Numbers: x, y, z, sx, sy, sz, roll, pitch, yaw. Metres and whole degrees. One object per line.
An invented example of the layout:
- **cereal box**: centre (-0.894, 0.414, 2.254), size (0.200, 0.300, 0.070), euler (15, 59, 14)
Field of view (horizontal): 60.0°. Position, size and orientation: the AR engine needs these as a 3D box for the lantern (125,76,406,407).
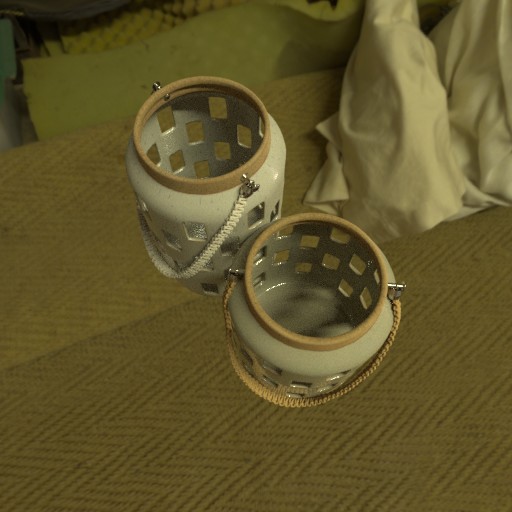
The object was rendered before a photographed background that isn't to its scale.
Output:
- **lantern**: centre (0.000, 0.000, 0.498), size (0.184, 0.255, 0.347), euler (-36, 70, -16)
